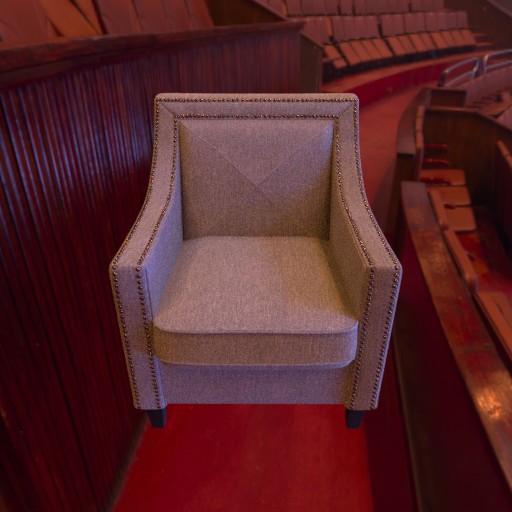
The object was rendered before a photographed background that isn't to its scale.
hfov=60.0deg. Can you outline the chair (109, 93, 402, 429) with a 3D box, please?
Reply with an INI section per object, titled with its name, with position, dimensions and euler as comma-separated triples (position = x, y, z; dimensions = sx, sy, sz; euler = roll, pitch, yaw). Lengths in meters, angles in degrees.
[chair]
position = 0.000, 0.000, 1.565
dimensions = 0.776, 0.967, 0.884
euler = 0, 29, 0
